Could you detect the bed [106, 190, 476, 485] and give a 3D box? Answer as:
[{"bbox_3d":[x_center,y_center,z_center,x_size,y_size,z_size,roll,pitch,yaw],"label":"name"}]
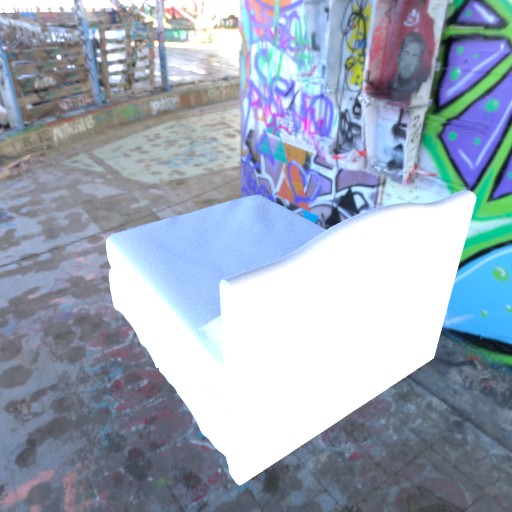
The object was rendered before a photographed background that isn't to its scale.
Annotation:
[{"bbox_3d":[0.000,0.000,3.269,1.753,1.460,2.143,-20,35,-30],"label":"bed"}]
